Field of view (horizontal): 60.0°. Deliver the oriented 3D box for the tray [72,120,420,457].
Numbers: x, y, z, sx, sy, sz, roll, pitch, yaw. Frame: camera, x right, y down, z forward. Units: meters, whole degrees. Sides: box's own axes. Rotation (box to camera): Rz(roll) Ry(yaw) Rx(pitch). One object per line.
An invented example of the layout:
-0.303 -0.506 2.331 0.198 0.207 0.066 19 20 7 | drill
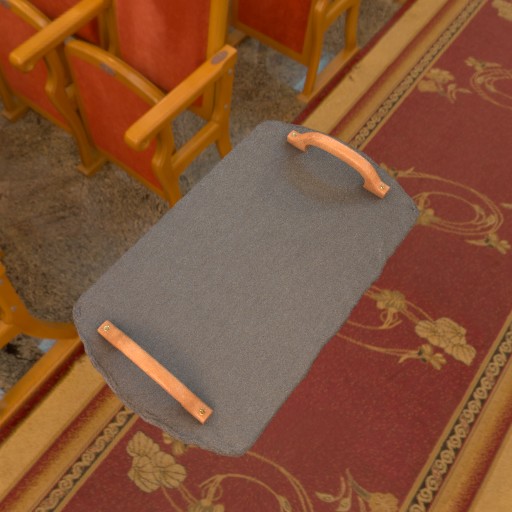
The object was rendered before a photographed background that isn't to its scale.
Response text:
0.000 0.000 0.471 0.231 0.062 0.387 35 69 16 | tray
